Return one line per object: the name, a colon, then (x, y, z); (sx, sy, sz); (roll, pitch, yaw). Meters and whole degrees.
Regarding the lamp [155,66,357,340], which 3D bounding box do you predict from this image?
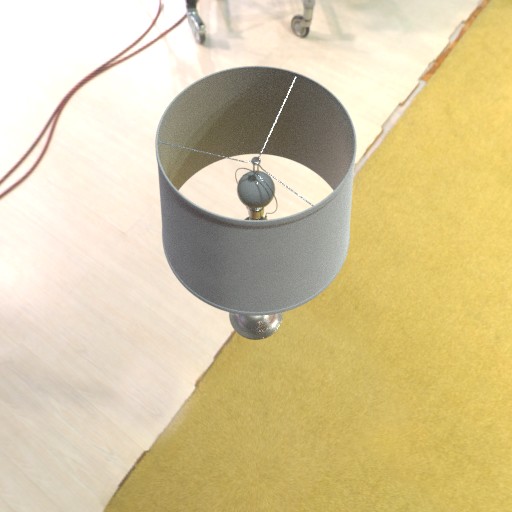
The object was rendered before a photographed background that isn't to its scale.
lamp: (0.000, 0.000, 0.889); (0.331, 0.698, 0.331); (0, 63, 0)
